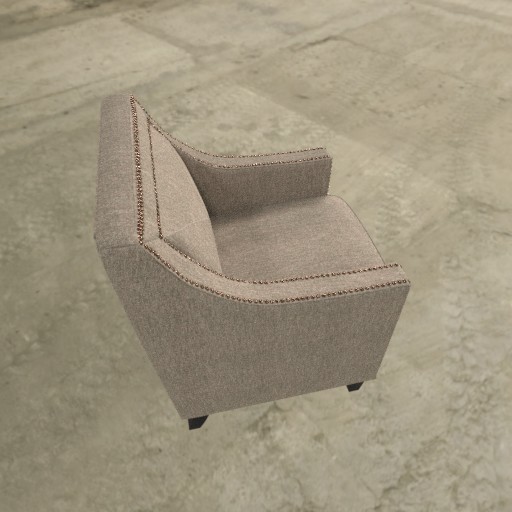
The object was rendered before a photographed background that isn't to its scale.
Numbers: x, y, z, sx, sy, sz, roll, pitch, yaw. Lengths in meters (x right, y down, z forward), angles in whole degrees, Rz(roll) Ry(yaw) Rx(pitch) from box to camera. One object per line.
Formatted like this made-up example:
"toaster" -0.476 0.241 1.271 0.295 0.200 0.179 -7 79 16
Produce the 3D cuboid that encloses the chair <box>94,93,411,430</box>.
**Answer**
"chair" 0.000 0.000 1.603 0.884 0.967 0.776 -9 46 -9
